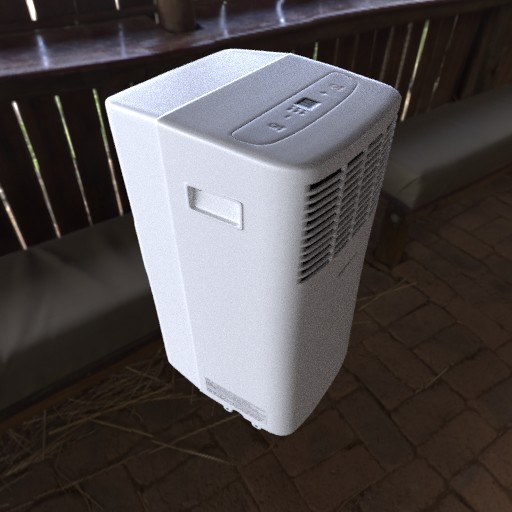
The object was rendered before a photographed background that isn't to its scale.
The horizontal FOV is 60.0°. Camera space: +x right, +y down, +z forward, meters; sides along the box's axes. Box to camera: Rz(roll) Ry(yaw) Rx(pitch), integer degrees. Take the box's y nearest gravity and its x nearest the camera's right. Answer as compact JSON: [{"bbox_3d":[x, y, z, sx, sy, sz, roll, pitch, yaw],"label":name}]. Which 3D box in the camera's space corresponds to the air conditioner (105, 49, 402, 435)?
[{"bbox_3d":[0.000,0.000,0.795,0.349,0.606,0.304,25,47,26],"label":"air conditioner"}]
